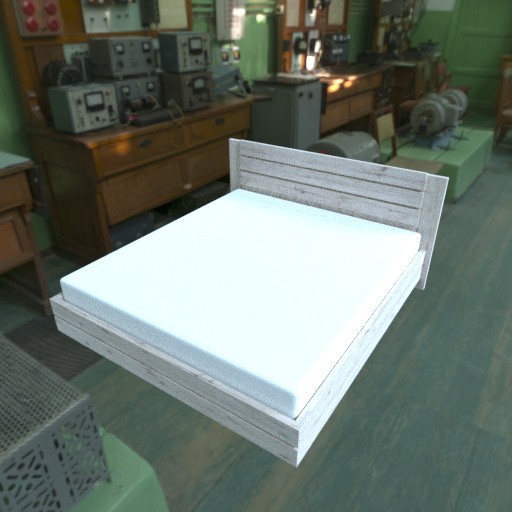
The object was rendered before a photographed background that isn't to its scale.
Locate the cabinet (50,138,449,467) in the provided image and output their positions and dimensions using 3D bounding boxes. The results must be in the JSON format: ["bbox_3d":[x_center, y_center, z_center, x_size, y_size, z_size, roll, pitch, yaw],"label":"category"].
[{"bbox_3d":[0.000,0.000,3.140,1.950,0.970,2.080,18,34,29],"label":"cabinet"}]
